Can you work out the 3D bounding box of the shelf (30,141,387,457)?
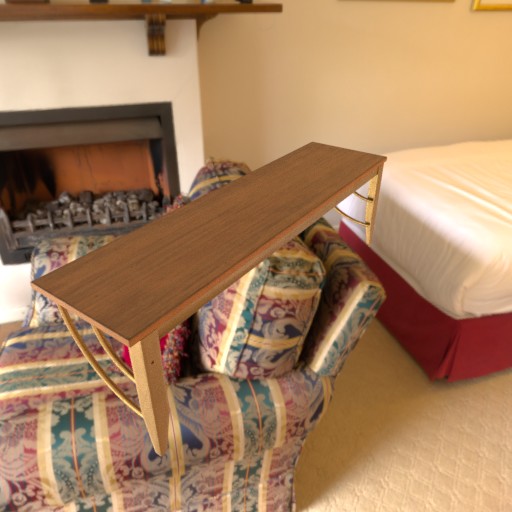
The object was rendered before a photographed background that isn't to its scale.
[{"bbox_3d":[0.000,0.000,0.723,0.166,0.190,0.636,21,37,30],"label":"shelf"}]
